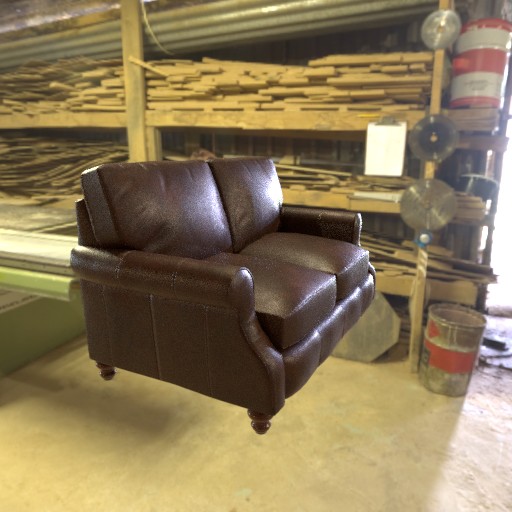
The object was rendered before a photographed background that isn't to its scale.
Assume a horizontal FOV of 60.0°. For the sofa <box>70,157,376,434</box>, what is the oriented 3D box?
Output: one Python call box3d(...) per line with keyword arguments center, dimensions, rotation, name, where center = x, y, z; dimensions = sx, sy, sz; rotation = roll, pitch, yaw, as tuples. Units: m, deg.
box3d(center=(0.000, 0.000, 2.295), dimensions=(0.990, 0.976, 1.616), rotation=(7, 16, 27), name="sofa")
